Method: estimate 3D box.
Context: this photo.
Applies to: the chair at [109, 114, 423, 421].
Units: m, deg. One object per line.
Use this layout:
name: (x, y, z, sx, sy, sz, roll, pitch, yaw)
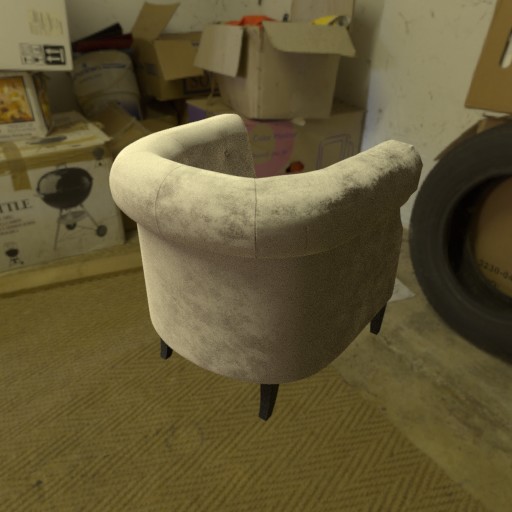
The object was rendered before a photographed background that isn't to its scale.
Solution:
chair: (0.000, 0.000, 1.592, 0.904, 0.826, 0.851, 20, 35, 32)
